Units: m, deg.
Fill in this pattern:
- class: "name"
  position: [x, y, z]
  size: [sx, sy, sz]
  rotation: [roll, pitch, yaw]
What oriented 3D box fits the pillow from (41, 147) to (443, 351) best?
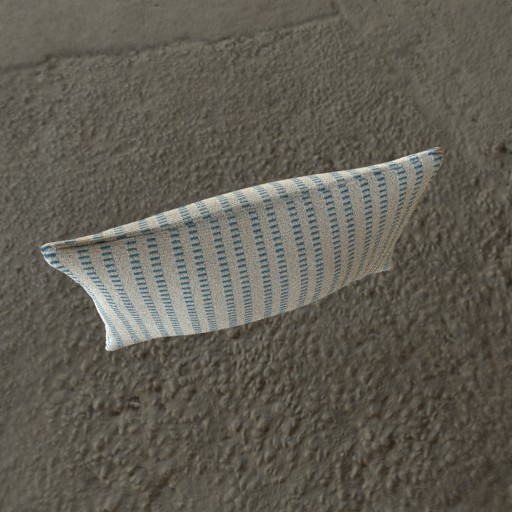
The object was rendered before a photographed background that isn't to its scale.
- class: "pillow"
  position: [0.000, 0.000, 0.808]
  size: [0.640, 0.353, 0.210]
  rotation: [-15, 58, -10]
